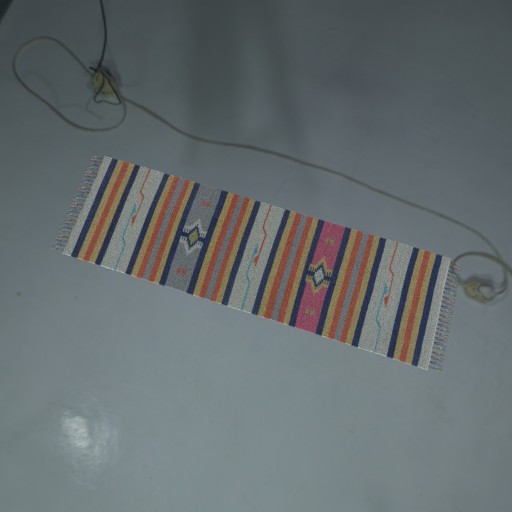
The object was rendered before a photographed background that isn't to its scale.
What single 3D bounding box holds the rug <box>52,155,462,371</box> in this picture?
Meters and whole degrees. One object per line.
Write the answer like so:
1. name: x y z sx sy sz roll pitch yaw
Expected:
1. rug: 0.000 0.000 2.728 2.455 0.017 0.695 17 76 4
